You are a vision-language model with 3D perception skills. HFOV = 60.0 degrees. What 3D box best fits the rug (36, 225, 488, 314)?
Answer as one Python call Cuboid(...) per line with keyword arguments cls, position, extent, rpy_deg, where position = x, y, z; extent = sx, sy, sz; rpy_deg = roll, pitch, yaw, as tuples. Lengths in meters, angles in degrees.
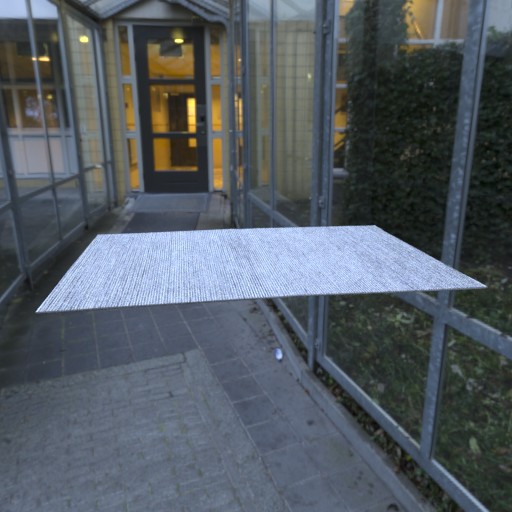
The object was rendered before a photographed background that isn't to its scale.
Cuboid(cls="rug", position=(0.000, 0.000, 2.274), extent=(1.789, 0.021, 1.159), rpy_deg=(-2, 17, -8))
